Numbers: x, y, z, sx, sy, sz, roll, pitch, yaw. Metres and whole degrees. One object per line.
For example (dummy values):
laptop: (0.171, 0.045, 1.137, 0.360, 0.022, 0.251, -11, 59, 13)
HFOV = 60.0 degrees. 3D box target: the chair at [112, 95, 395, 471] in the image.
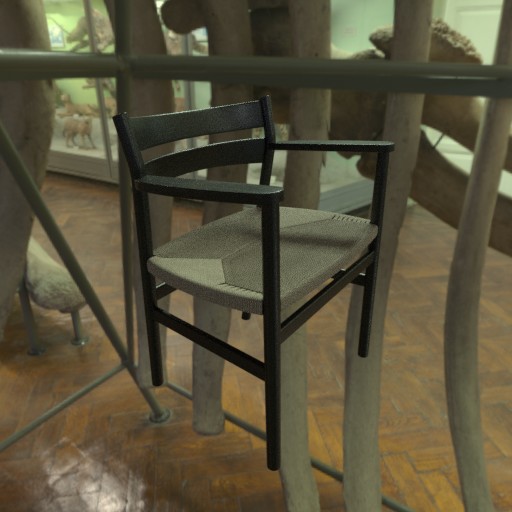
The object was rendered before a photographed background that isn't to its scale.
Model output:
chair: (0.000, 0.000, 1.203, 0.508, 0.775, 0.630, 16, 29, 32)
